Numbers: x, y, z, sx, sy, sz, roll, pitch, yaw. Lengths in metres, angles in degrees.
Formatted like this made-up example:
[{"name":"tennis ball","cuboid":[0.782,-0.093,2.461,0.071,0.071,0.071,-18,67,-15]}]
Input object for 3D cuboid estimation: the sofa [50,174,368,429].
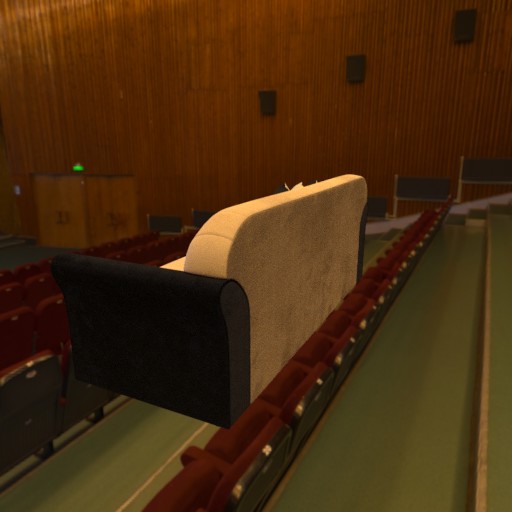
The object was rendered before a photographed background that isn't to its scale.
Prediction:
[{"name":"sofa","cuboid":[0.000,0.000,2.418,0.749,0.789,2.006,7,17,26]}]
